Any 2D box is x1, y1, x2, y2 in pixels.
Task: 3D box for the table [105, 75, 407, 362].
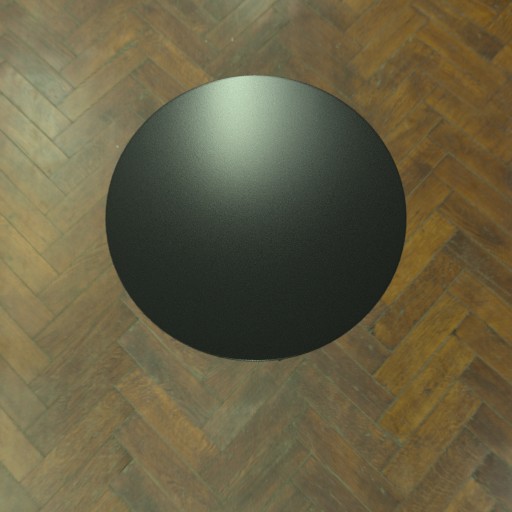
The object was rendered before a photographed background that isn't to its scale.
[{"bbox_3d":[0.000,0.000,1.023,0.481,0.665,0.481,0,76,0],"label":"table"}]
